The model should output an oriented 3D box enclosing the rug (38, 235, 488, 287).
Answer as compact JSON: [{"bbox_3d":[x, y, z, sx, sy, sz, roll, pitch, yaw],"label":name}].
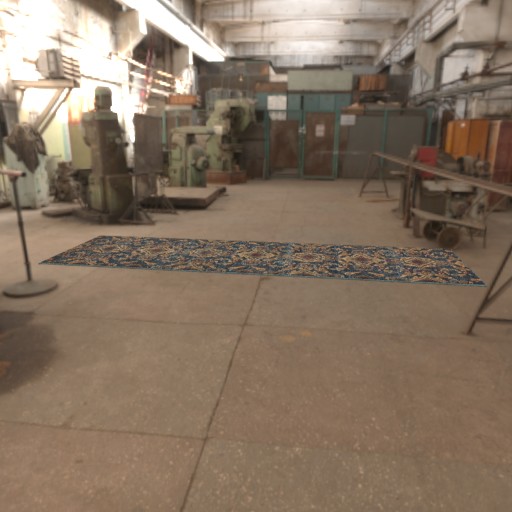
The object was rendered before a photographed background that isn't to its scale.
[{"bbox_3d":[0.000,0.000,2.557,2.292,0.014,0.685,3,16,9],"label":"rug"}]
